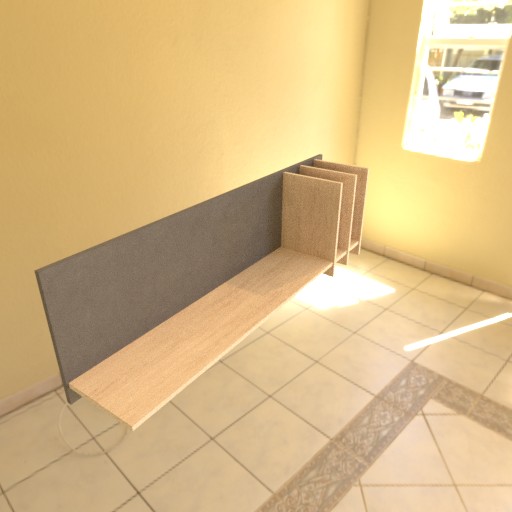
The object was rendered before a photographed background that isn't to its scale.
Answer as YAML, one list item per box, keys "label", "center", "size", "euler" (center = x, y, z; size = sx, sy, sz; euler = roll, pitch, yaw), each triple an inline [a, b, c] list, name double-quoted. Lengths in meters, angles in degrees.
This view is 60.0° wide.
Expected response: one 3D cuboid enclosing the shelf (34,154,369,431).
- label: "shelf"
  center: [0.000, 0.000, 1.140]
  size: [0.200, 0.300, 1.020]
  euler: [18, 31, 31]
